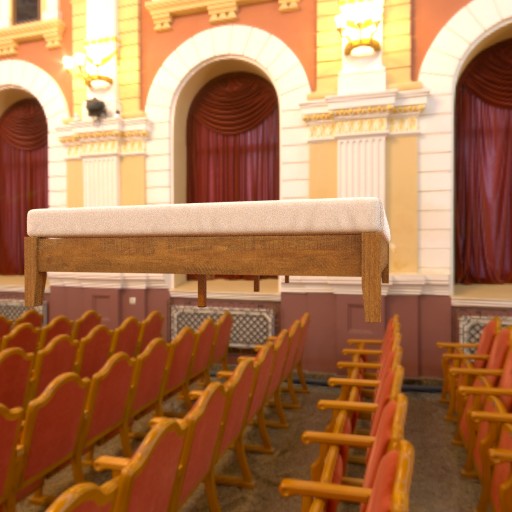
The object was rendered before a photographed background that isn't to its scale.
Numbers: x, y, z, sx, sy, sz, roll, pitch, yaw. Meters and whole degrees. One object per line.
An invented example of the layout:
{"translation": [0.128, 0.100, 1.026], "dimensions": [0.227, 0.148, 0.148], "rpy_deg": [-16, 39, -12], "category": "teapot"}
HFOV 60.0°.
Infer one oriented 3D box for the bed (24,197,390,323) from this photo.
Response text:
{"translation": [0.000, 0.000, 2.684], "dimensions": [1.536, 0.431, 2.016], "rpy_deg": [0, 1, 17], "category": "bed"}
